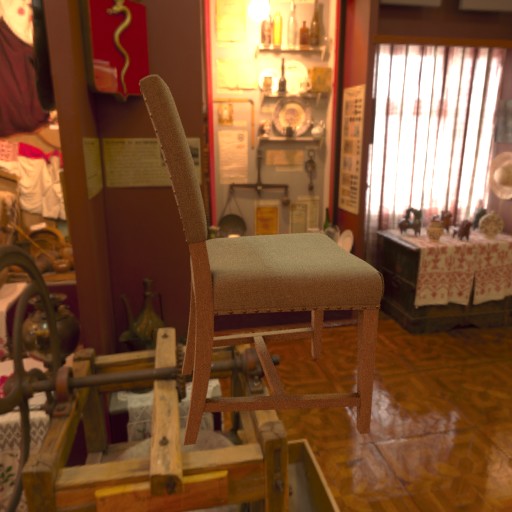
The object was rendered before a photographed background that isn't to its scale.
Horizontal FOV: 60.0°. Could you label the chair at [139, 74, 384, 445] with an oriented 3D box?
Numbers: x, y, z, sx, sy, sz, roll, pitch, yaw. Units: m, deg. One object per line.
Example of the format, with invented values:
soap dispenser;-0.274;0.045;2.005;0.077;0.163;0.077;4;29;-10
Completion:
chair;0.000;0.000;1.371;0.622;0.986;0.508;-3;16;-9
